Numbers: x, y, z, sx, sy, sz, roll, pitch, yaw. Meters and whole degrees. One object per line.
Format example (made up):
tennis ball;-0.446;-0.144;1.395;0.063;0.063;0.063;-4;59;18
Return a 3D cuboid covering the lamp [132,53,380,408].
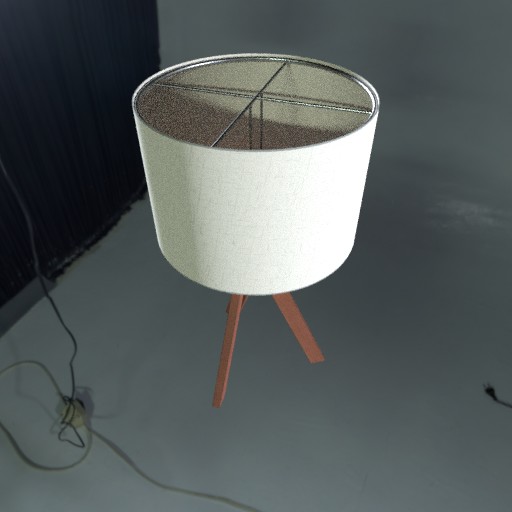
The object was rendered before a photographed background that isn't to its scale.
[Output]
lamp;0.000;0.000;0.921;0.380;0.686;0.380;13;43;14
